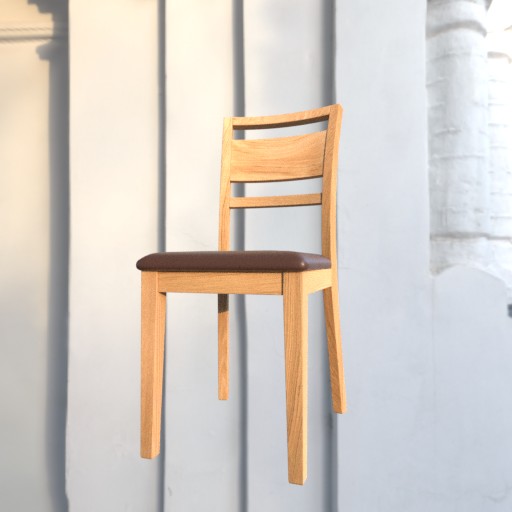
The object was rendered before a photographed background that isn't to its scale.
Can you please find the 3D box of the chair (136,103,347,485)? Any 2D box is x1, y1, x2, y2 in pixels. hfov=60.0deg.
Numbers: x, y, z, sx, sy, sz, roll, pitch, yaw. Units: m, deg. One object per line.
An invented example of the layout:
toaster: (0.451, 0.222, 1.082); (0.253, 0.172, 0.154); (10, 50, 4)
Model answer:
chair: (0.000, 0.000, 1.207); (0.420, 0.940, 0.545); (0, -1, 20)
